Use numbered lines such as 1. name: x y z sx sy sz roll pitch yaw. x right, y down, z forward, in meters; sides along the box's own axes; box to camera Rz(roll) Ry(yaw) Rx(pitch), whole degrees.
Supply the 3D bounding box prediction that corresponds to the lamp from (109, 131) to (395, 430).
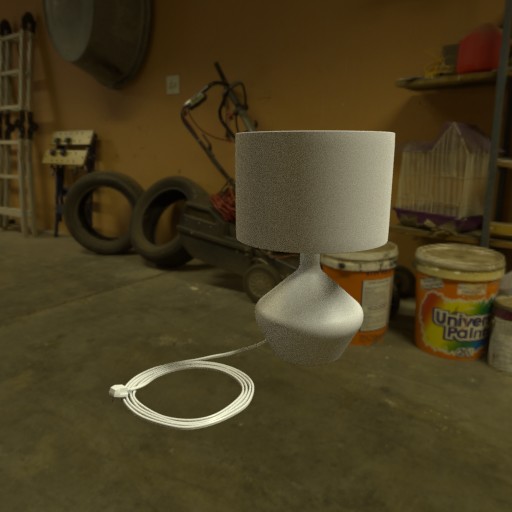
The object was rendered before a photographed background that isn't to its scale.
1. lamp: 0.000 0.000 0.852 0.546 0.457 0.401 -2 14 -8
